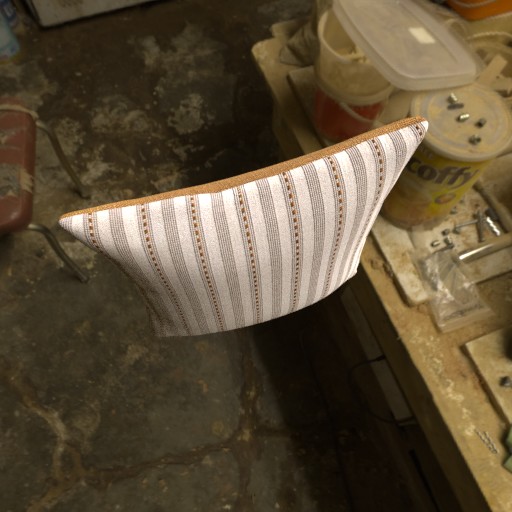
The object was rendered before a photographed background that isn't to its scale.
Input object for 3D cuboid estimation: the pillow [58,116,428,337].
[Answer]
[{"bbox_3d":[0.000,0.000,0.680,0.432,0.437,0.147,-17,65,-8],"label":"pillow"}]
